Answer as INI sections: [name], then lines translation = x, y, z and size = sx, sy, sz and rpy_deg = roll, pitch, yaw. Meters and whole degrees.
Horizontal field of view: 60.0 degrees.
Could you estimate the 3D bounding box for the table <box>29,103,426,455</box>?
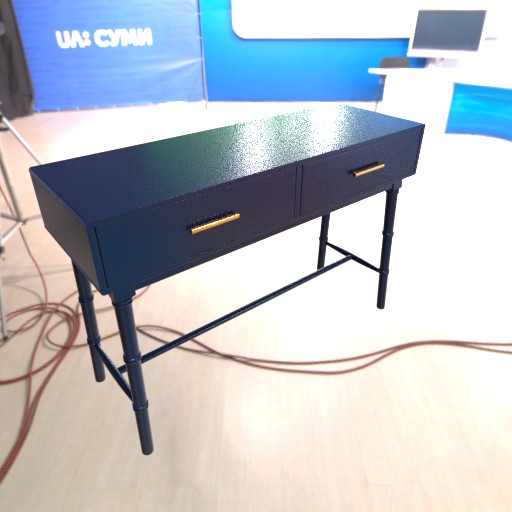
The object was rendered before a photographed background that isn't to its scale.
[table]
translation = 0.000, 0.000, 1.449
size = 1.118, 0.749, 0.399
rpy_deg = -23, 38, -32
